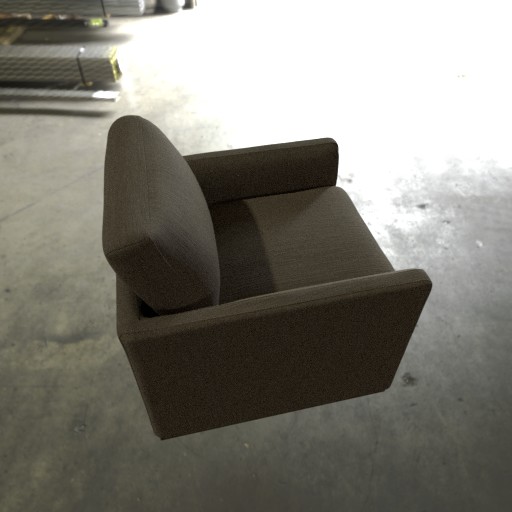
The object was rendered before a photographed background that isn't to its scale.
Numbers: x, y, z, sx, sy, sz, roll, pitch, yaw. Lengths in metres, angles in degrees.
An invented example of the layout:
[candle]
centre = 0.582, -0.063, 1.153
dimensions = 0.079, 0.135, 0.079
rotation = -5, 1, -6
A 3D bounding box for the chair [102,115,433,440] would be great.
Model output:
[chair]
centre = 0.000, 0.000, 1.471
dimensions = 0.834, 0.811, 0.763
rotation = -9, 45, -9
